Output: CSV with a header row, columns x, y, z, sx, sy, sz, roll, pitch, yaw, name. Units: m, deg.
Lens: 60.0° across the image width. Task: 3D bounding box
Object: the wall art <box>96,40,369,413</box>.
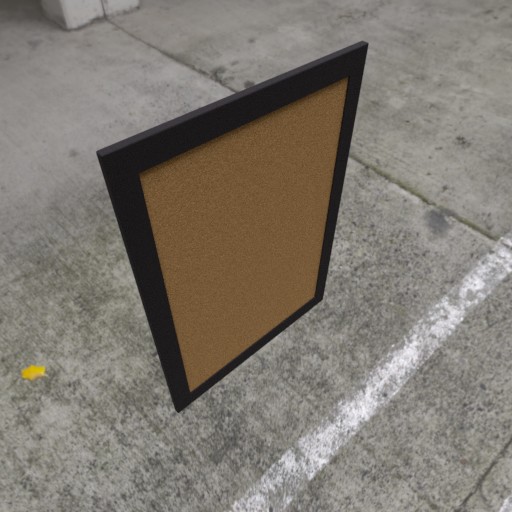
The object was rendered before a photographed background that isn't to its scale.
x,y,z,sx,sy,sz,roll,pitch,yaw,name
0.000,0.000,0.669,0.374,0.529,0.012,-33,55,-27,wall art
